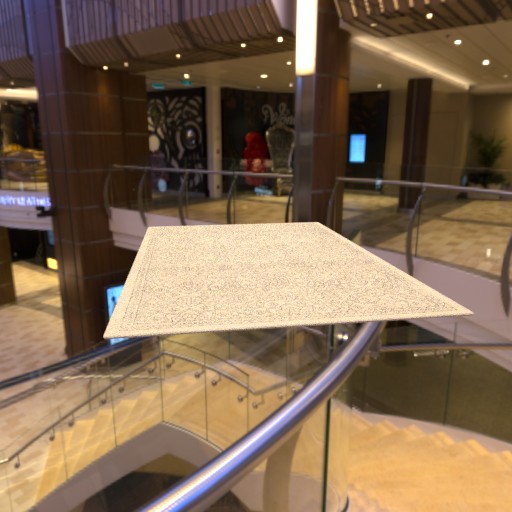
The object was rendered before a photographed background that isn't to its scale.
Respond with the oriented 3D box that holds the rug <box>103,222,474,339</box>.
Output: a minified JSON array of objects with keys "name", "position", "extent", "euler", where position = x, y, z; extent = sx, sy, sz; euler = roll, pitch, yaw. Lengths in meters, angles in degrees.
[{"name":"rug","position":[0.000,0.000,2.289],"extent":[1.219,0.010,1.829],"euler":[-2,14,-9]}]
